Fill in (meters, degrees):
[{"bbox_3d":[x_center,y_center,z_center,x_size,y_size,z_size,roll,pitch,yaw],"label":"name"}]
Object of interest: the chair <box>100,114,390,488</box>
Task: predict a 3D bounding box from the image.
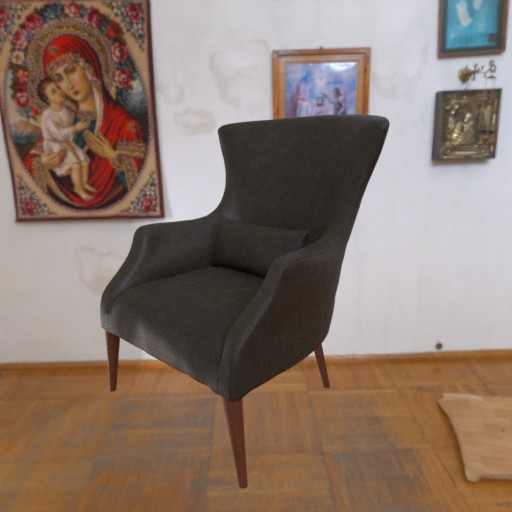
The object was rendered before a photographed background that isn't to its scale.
[{"bbox_3d":[0.000,0.000,1.697,0.819,1.068,0.954,13,20,42],"label":"chair"}]
